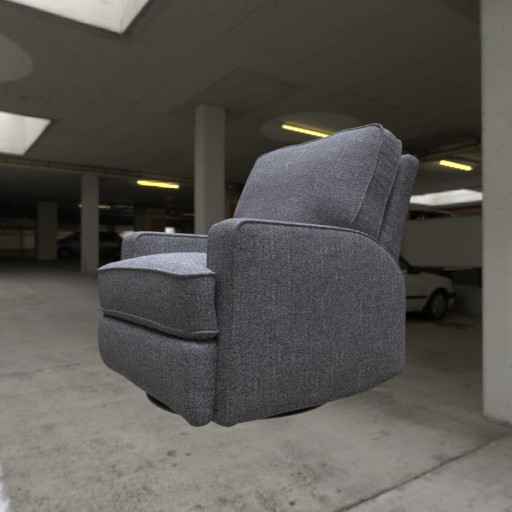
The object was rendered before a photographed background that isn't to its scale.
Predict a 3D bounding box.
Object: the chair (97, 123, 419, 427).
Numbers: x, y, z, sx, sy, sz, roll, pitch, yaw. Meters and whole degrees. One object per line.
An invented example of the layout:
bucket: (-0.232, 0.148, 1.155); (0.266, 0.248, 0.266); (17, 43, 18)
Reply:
chair: (0.000, 0.000, 1.650); (0.964, 0.962, 0.861); (0, -1, -36)
